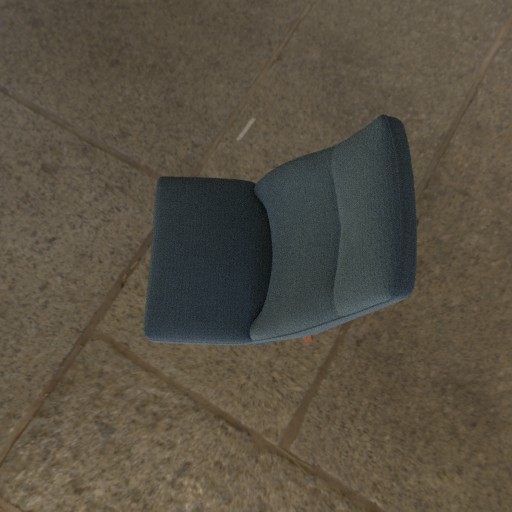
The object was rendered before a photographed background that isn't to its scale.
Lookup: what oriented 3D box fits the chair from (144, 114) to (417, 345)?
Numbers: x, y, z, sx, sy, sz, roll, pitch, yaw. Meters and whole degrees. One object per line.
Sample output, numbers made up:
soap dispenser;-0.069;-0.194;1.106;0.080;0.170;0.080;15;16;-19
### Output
chair;0.000;0.000;1.276;0.620;0.930;0.500;2;76;0
